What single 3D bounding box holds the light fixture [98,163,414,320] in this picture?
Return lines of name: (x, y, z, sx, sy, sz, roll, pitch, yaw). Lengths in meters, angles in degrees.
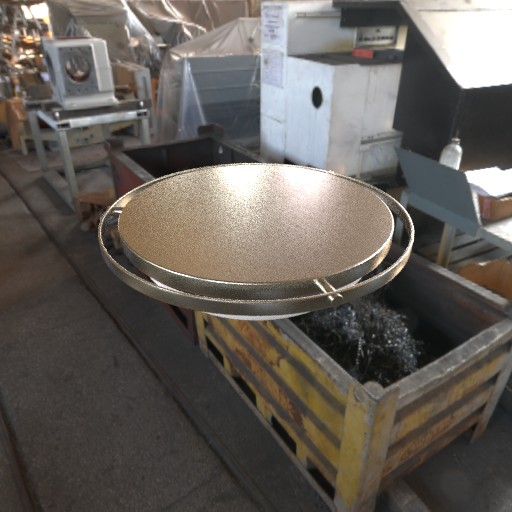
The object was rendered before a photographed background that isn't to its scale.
light fixture: (0.000, 0.000, 0.559, 0.361, 0.130, 0.361, 0, 30, 0)
